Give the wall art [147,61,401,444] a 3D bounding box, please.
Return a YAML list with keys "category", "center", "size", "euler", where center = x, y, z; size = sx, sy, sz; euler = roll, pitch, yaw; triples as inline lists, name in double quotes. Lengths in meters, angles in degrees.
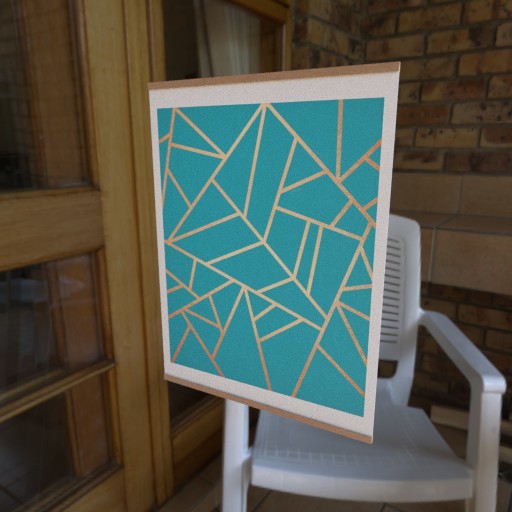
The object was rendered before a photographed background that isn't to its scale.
- category: "wall art"
  center: [0.000, 0.000, 1.325]
  size: [0.758, 1.016, 0.013]
  euler: [8, 16, 28]
